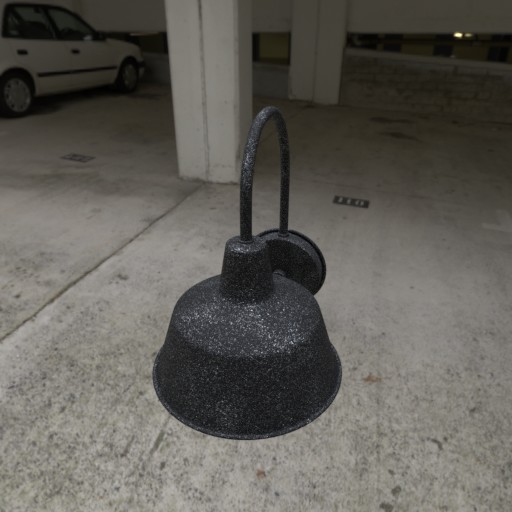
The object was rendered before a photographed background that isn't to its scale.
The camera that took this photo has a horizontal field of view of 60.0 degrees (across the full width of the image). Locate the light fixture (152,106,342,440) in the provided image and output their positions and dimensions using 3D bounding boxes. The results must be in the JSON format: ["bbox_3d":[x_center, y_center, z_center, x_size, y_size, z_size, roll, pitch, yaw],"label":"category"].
[{"bbox_3d":[0.000,0.000,0.485,0.216,0.300,0.283,8,29,15],"label":"light fixture"}]
